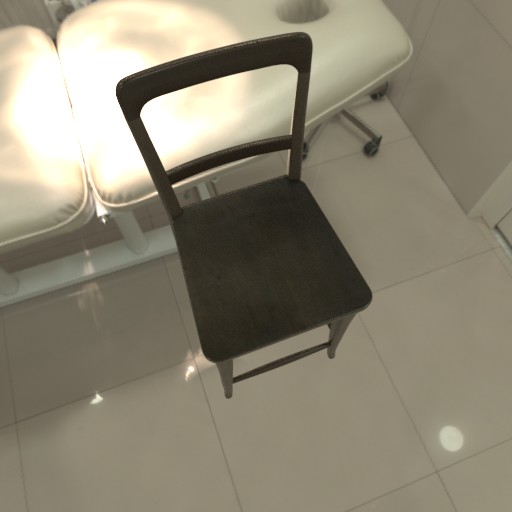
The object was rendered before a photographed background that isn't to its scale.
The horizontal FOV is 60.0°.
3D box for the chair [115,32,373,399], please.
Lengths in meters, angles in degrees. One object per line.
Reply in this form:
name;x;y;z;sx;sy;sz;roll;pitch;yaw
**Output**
chair;0.000;0.000;1.271;0.450;0.991;0.546;-19;66;-9
